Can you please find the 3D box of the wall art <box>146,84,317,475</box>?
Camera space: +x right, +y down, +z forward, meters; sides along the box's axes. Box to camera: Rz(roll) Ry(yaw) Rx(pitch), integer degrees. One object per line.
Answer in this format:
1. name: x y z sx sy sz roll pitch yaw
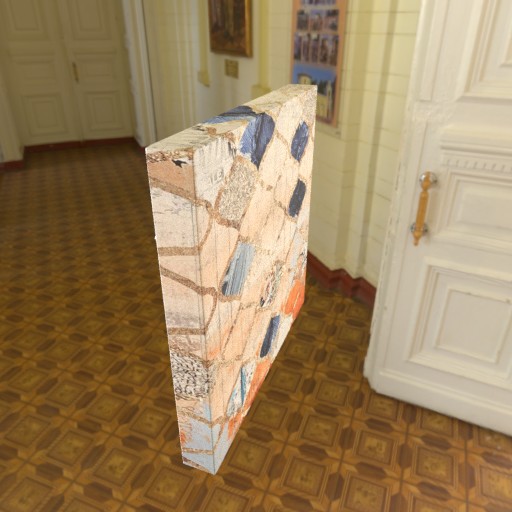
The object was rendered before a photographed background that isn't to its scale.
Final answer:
1. wall art: 0.000 0.000 0.467 0.036 0.304 0.303 11 30 18
